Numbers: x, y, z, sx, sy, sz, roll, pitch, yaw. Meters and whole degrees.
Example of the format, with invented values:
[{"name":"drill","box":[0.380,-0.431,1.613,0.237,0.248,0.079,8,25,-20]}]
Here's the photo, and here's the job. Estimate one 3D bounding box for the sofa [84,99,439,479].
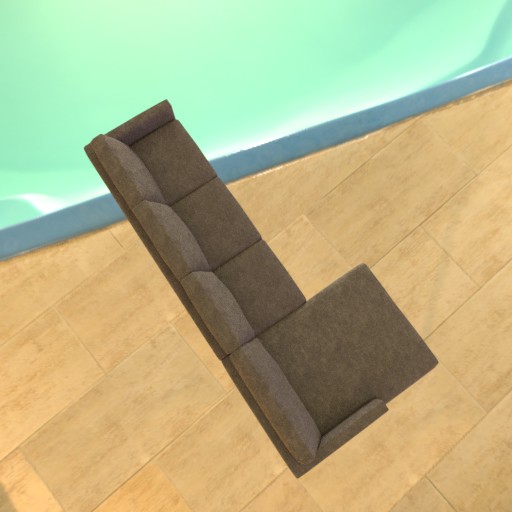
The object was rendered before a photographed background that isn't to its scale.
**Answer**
[{"name":"sofa","box":[0.000,0.000,4.163,1.606,0.954,3.471,-34,79,-8]}]
